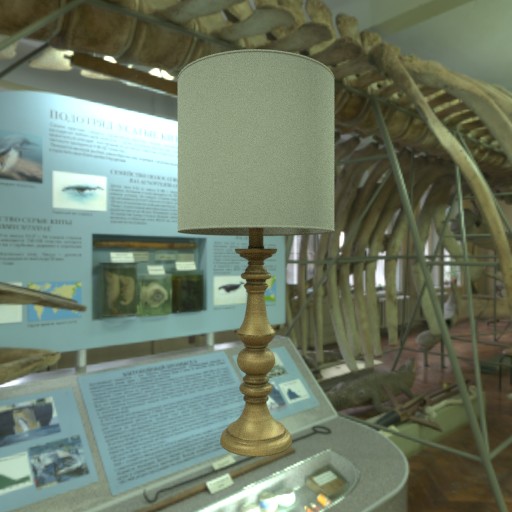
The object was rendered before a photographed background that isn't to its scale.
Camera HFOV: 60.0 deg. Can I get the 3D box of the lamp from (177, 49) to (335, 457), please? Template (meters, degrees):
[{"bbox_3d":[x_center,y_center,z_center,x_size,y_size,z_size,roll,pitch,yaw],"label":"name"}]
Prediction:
[{"bbox_3d":[0.000,0.000,0.717,0.250,0.597,0.250,0,0,18],"label":"lamp"}]
